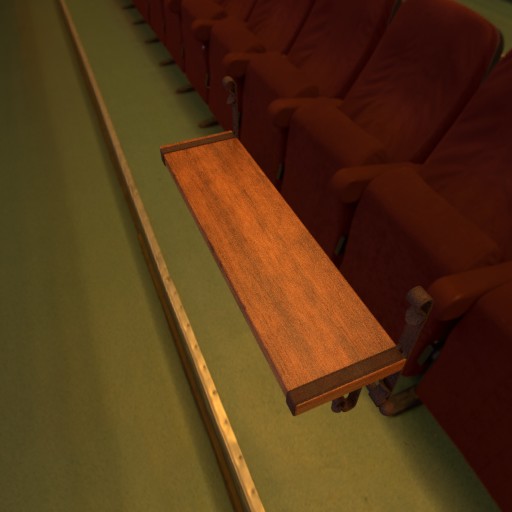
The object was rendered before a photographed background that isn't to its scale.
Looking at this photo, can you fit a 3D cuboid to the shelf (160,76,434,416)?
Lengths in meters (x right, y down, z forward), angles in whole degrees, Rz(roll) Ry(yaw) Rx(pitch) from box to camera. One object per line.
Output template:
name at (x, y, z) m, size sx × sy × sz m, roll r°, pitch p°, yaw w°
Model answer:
shelf at (0.000, 0.000, 0.691) m, size 0.146 × 0.330 × 0.567 m, roll -18°, pitch 49°, yaw -16°
